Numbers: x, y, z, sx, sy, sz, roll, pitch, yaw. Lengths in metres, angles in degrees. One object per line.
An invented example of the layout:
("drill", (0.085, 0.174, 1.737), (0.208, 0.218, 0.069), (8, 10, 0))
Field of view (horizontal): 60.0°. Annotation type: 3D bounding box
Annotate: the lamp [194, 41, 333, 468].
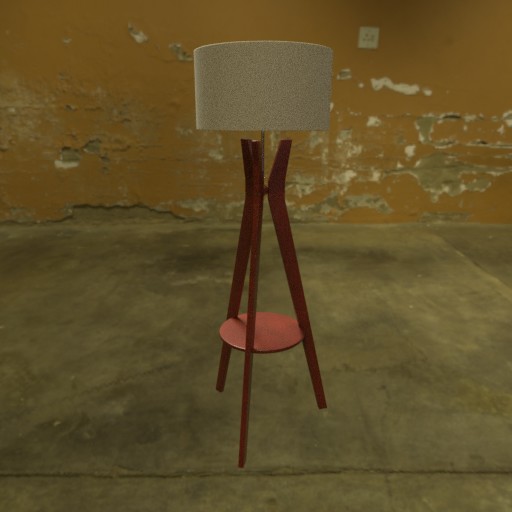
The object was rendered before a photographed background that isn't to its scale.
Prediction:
("lamp", (0.000, 0.000, 1.758), (0.539, 1.472, 0.542), (-16, 23, -42))
